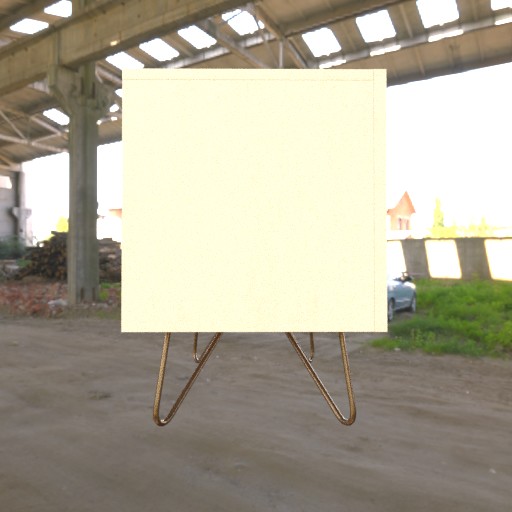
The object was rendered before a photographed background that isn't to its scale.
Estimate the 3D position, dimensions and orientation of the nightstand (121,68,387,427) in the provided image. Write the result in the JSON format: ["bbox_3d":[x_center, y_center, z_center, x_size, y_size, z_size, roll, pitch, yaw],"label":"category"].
[{"bbox_3d":[0.000,0.000,1.027,0.447,0.604,0.614,0,-1,0],"label":"nightstand"}]
